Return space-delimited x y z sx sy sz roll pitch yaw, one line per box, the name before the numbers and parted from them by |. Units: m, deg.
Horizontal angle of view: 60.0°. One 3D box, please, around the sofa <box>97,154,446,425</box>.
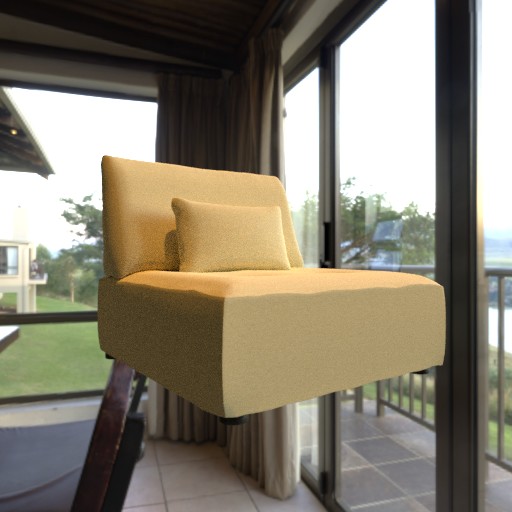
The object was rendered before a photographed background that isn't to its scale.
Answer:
sofa | 0.000 0.000 1.690 0.930 0.820 1.000 0 0 -36
